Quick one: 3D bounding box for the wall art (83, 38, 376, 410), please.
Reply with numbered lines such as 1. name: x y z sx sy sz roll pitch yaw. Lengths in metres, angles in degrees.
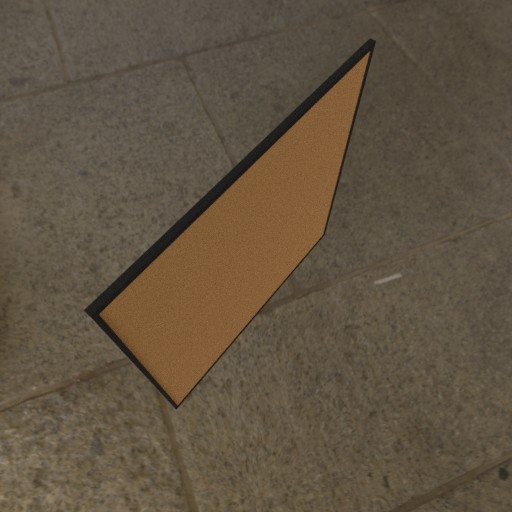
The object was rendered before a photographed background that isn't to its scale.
1. wall art: 0.000 0.000 0.957 0.015 0.663 0.664 35 67 17
